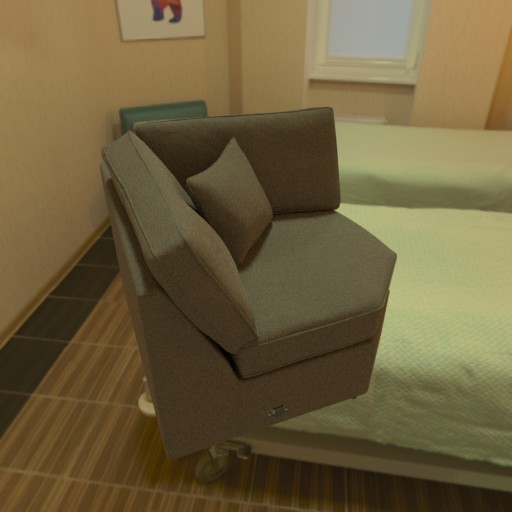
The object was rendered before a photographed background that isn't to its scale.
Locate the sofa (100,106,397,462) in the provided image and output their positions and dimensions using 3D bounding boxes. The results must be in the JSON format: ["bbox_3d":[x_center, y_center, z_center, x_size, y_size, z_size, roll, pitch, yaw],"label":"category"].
[{"bbox_3d":[0.000,0.000,1.798,1.042,0.951,1.050,-12,34,-18],"label":"sofa"}]
